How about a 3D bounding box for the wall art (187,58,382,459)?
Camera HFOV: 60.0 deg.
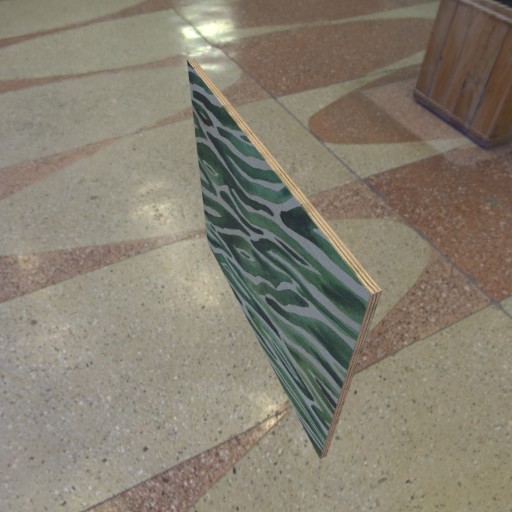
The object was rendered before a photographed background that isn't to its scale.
[{"bbox_3d":[0.000,0.000,0.686,0.012,0.408,0.508,-18,50,-16],"label":"wall art"}]
